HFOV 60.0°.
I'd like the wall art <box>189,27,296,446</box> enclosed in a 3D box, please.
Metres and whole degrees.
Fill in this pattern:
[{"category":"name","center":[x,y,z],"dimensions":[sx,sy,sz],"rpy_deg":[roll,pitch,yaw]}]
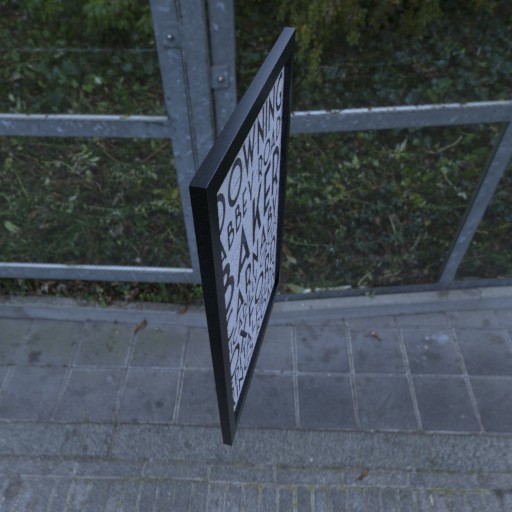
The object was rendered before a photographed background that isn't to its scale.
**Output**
[{"category":"wall art","center":[0.000,0.000,0.833],"dimensions":[0.019,0.656,0.462],"rpy_deg":[11,47,10]}]
